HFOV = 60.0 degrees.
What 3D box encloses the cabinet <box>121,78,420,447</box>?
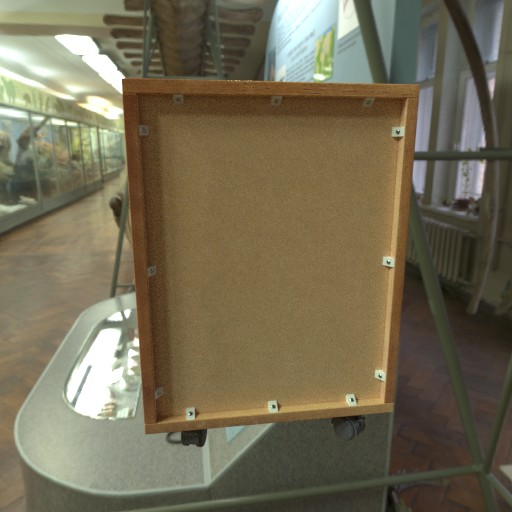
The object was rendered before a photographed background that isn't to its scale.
[{"bbox_3d":[0.000,0.000,0.856,0.409,0.579,0.401,-2,14,-8],"label":"cabinet"}]
